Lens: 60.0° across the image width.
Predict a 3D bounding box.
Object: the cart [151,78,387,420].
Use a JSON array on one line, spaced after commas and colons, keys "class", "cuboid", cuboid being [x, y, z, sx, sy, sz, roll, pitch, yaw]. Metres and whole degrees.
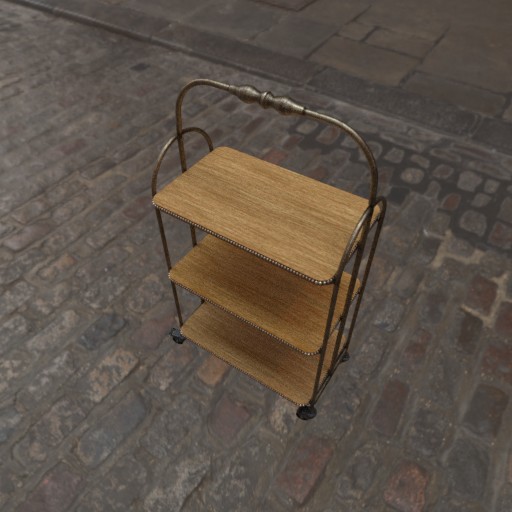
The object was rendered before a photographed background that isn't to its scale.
[{"class": "cart", "cuboid": [0.000, 0.000, 1.338, 0.650, 1.052, 0.330, 26, 51, 22]}]
